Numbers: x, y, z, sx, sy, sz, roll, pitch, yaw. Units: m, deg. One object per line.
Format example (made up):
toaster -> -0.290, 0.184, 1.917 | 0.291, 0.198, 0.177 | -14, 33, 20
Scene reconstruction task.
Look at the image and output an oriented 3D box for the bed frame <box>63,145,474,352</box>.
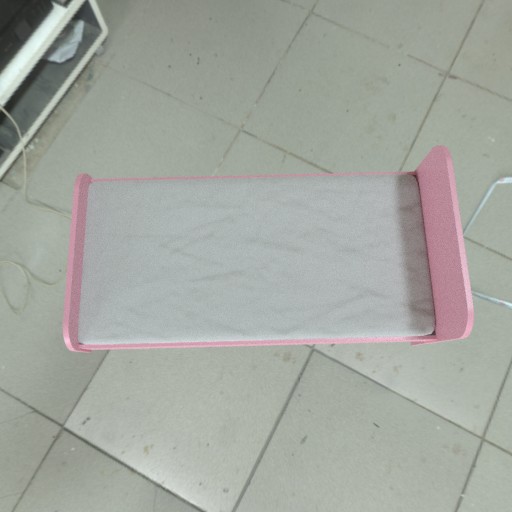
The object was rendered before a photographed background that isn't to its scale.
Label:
bed frame -> 0.000, 0.000, 2.490 | 1.963, 0.805, 0.998 | -1, 76, 0
